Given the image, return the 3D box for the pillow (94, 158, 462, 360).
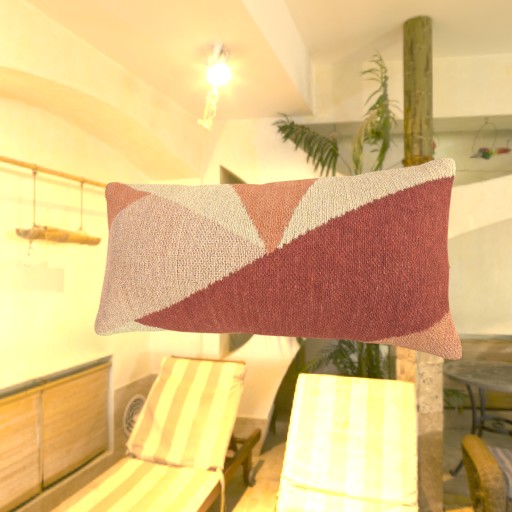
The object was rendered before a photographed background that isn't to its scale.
[{"bbox_3d":[0.000,0.000,0.725,0.609,0.292,0.155,0,-1,17],"label":"pillow"}]
